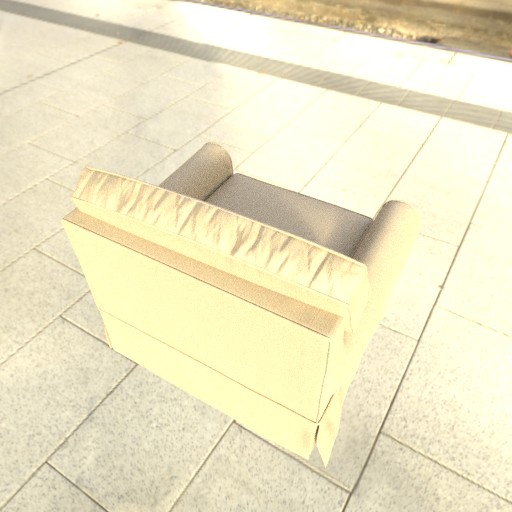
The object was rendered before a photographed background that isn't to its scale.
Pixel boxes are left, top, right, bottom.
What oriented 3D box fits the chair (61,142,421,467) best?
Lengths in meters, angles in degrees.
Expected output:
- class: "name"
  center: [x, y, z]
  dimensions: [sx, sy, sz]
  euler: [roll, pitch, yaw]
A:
- class: "chair"
  center: [0.000, 0.000, 1.784]
  dimensions: [1.096, 0.937, 0.903]
  euler: [22, 49, 21]
